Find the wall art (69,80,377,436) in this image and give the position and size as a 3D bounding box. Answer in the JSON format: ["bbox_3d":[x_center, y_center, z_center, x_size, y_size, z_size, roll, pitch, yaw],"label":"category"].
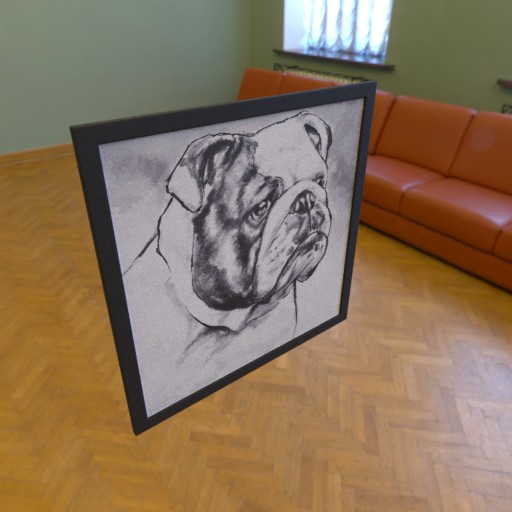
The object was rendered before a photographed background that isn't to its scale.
[{"bbox_3d":[0.000,0.000,0.821,0.562,0.558,0.012,-21,36,-32],"label":"wall art"}]
